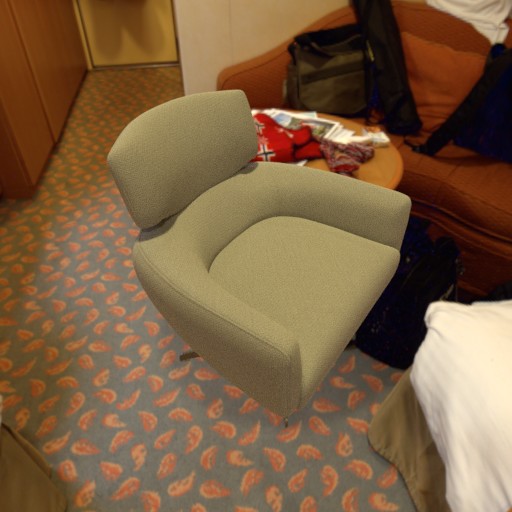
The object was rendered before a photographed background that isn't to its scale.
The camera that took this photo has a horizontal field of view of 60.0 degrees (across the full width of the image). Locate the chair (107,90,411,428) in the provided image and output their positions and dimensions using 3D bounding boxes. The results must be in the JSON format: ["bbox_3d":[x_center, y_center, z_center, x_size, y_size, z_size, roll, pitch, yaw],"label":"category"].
[{"bbox_3d":[0.000,0.000,1.381,0.730,0.810,0.760,24,45,26],"label":"chair"}]
